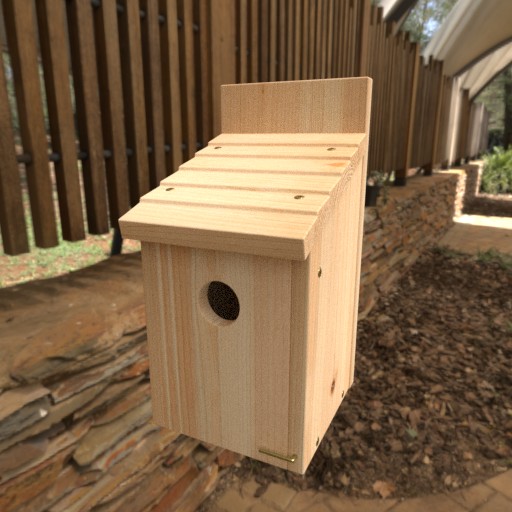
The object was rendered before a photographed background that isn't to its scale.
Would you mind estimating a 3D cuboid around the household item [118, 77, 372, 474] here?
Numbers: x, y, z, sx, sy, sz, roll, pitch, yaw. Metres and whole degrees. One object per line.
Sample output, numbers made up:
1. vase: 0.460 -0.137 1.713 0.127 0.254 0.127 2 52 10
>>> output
1. household item: 0.000 0.000 0.387 0.149 0.300 0.171 7 17 25
